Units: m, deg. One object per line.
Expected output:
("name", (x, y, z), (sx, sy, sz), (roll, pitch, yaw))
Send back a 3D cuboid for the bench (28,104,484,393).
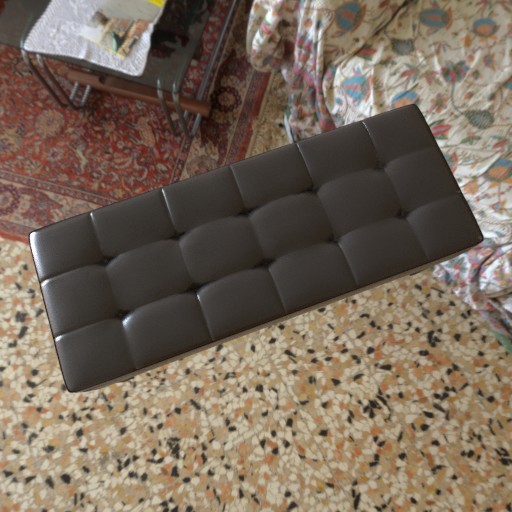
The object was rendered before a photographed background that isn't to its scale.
("bench", (0.000, 0.000, 1.333), (1.105, 0.460, 0.432), (-20, 77, -5))
